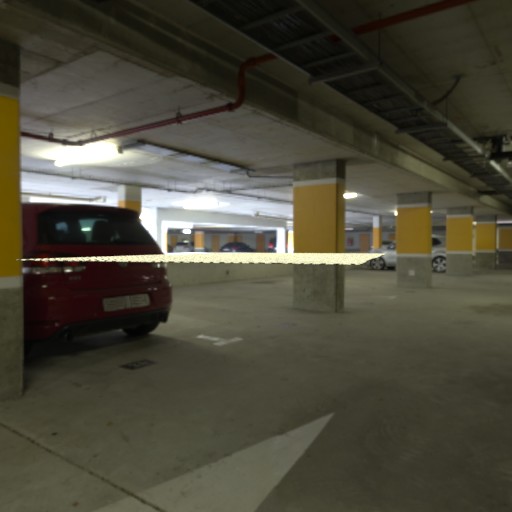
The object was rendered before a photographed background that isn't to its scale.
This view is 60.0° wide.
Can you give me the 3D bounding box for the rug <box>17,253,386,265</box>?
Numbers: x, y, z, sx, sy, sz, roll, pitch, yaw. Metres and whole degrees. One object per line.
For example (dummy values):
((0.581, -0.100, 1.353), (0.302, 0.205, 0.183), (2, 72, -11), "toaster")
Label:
((0.000, 0.000, 2.178), (1.177, 0.004, 1.750), (0, 1, 18), "rug")
